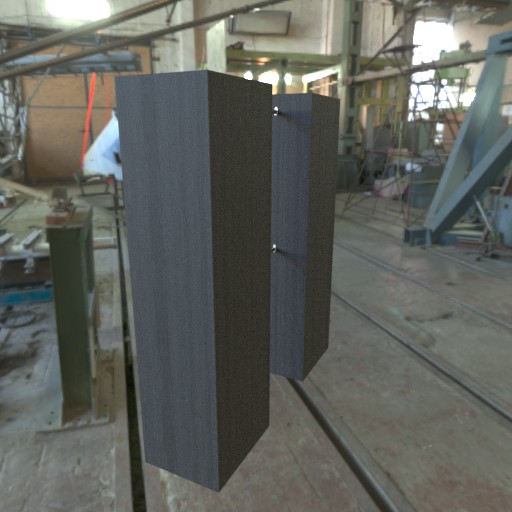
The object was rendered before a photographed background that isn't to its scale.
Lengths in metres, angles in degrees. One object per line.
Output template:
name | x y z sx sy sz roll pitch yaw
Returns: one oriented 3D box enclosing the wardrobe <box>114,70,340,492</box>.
wardrobe | 0.000 0.000 2.850 0.480 2.000 1.770 8 17 26
